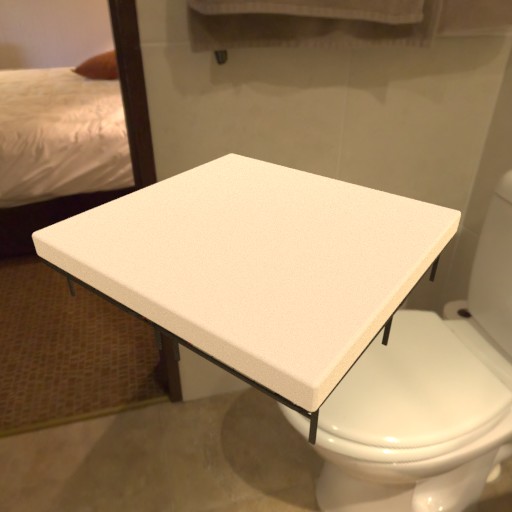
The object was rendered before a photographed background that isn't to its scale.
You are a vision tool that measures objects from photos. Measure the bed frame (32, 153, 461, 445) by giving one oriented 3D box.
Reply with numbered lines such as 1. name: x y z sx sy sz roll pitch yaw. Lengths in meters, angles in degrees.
1. bed frame: 0.000 0.000 2.990 2.033 0.525 1.935 22 37 31
